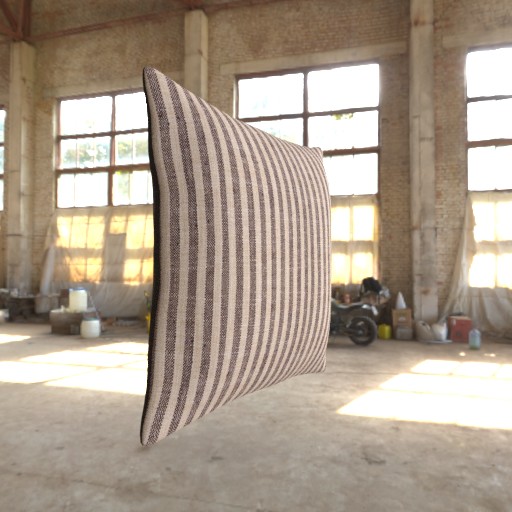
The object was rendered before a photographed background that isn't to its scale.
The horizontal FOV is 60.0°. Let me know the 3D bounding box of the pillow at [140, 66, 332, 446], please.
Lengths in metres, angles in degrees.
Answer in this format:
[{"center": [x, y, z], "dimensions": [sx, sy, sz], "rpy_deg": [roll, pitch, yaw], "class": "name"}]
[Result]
[{"center": [0.000, 0.000, 0.794], "dimensions": [0.166, 0.506, 0.523], "rpy_deg": [-1, -2, 35], "class": "pillow"}]
